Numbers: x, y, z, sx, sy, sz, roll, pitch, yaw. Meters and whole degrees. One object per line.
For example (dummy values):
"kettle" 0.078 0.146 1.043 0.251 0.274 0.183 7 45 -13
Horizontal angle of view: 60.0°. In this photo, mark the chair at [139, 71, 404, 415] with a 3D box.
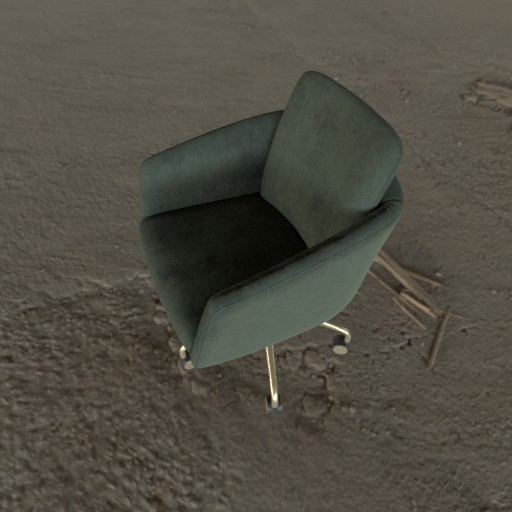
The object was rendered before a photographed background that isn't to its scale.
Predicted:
"chair" 0.000 0.000 1.358 0.635 0.908 0.641 -18 49 -16
